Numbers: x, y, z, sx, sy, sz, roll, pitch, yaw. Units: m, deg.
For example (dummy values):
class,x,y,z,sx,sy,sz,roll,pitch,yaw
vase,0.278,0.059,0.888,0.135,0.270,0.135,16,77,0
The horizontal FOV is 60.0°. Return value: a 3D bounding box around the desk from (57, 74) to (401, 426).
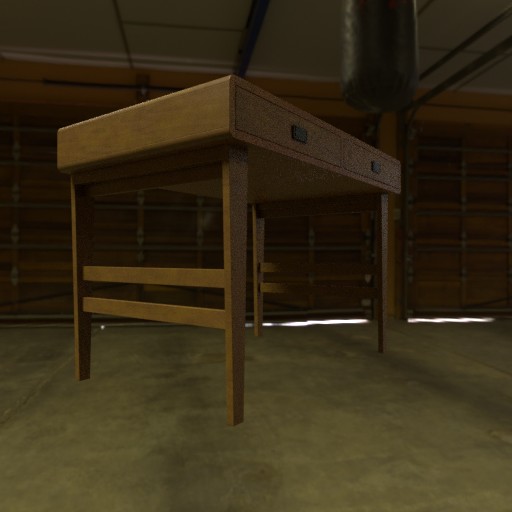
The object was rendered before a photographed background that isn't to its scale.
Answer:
class,x,y,z,sx,sy,sz,roll,pitch,yaw
desk,0.000,0.000,1.532,0.660,0.754,1.066,0,0,36
